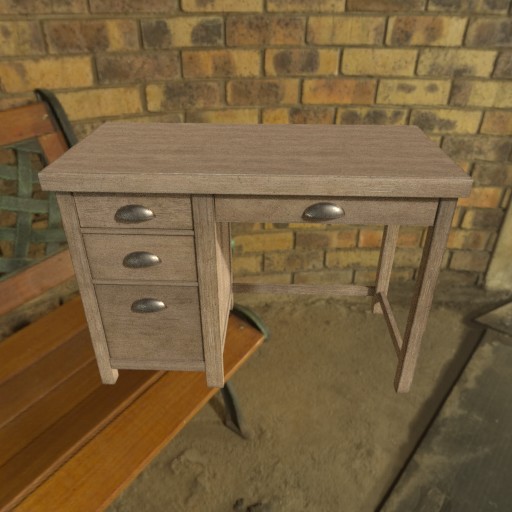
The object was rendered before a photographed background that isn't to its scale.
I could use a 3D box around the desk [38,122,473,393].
[{"bbox_3d":[0.000,0.000,1.799,1.289,0.912,0.610,1,31,2],"label":"desk"}]
